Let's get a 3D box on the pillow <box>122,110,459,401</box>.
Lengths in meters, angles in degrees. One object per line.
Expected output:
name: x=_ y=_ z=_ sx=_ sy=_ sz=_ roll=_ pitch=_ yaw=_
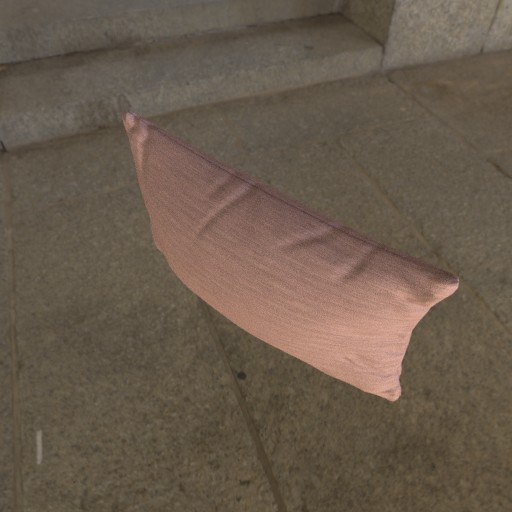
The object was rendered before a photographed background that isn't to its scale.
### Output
pillow: x=0.000 y=0.000 z=0.789 sx=0.633 sy=0.338 sz=0.210 roll=31 pitch=55 yaw=25
